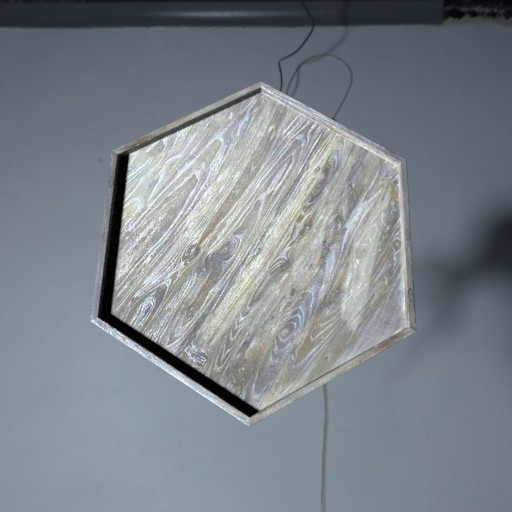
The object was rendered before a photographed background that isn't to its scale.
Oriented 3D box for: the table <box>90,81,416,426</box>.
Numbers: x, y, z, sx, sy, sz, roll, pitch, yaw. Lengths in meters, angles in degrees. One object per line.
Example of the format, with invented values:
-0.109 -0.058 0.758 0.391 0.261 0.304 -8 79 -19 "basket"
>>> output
0.000 0.000 1.617 0.966 0.488 1.115 2 75 0 "table"
